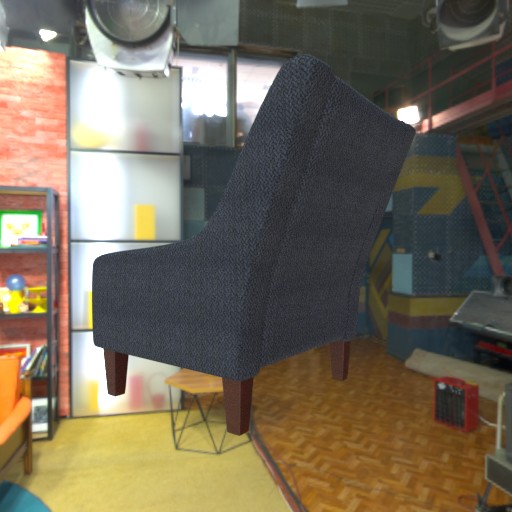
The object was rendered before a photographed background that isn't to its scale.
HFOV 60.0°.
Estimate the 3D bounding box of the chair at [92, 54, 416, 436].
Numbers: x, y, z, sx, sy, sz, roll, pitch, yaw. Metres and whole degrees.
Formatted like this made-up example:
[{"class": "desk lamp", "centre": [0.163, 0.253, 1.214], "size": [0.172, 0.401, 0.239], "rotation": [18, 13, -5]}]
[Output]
[{"class": "chair", "centre": [0.000, 0.000, 1.651], "size": [0.944, 1.012, 0.793], "rotation": [0, 1, 37]}]
